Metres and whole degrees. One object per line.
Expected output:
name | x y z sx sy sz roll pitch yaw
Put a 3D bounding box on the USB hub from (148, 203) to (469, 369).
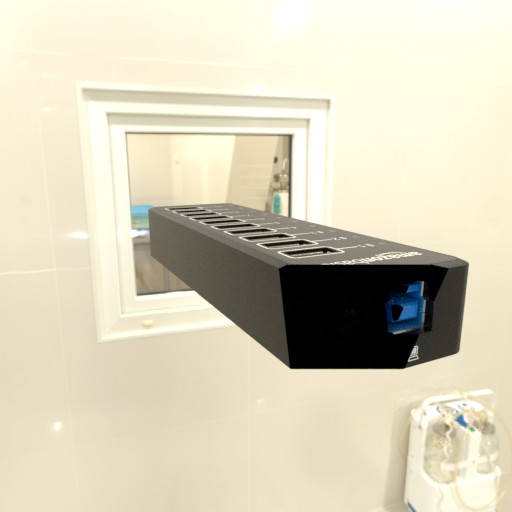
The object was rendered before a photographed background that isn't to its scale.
USB hub | 0.000 0.000 0.160 0.044 0.023 0.145 -6 14 -26
